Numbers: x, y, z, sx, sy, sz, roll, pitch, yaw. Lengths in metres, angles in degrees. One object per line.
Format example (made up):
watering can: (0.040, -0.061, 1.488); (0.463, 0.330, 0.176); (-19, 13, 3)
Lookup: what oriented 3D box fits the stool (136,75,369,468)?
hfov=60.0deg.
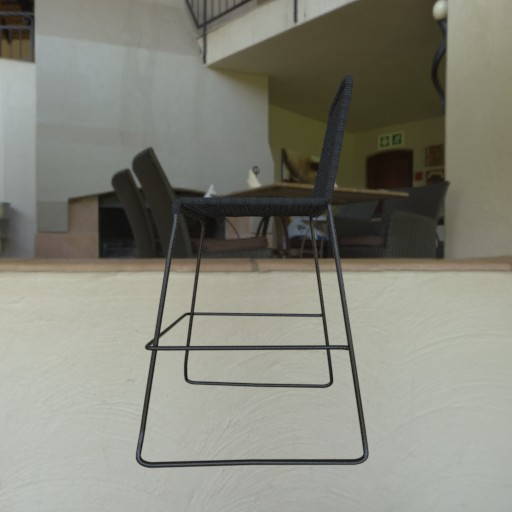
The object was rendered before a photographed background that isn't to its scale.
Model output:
stool: (0.000, 0.000, 1.231); (0.509, 0.905, 0.590); (0, 1, 2)
